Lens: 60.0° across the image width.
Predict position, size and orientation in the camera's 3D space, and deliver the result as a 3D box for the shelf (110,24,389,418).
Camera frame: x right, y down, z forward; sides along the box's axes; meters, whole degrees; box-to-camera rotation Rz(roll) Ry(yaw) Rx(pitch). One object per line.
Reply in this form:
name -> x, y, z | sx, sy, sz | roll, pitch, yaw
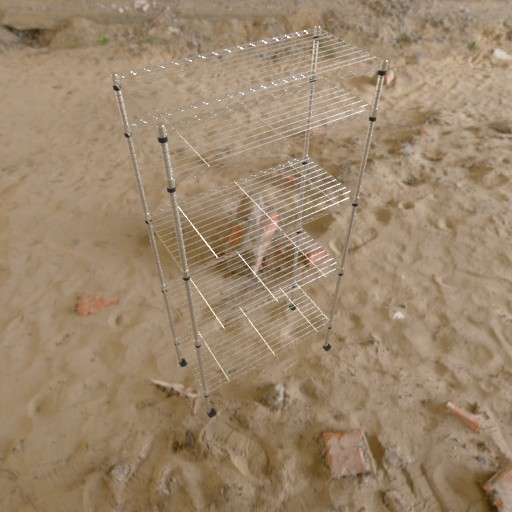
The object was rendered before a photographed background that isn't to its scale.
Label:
shelf -> 0.000, 0.000, 1.855 | 0.762, 1.587, 0.356 | -24, 50, -21
